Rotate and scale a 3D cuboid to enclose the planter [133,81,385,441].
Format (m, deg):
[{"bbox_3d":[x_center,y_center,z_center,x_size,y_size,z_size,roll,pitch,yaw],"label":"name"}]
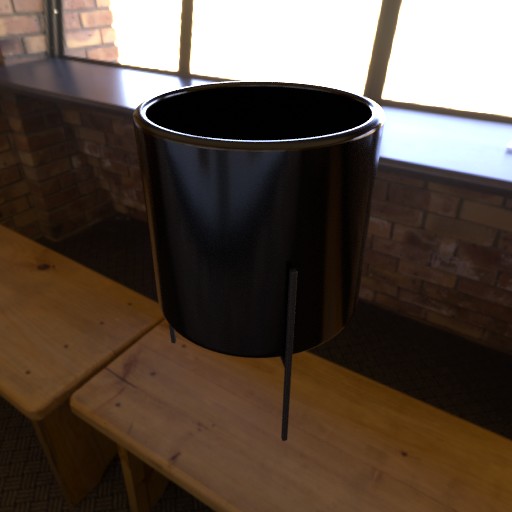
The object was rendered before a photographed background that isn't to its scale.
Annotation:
[{"bbox_3d":[0.000,0.000,0.652,0.310,0.432,0.310,1,32,1],"label":"planter"}]
